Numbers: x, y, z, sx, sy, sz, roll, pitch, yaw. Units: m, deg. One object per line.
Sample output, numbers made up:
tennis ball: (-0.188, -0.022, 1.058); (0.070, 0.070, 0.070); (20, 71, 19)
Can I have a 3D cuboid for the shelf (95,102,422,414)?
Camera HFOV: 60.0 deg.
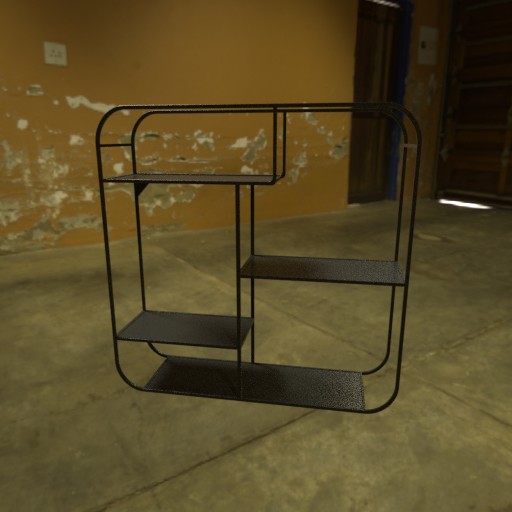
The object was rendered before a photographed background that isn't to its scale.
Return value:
shelf: (0.000, 0.000, 0.939); (0.600, 0.600, 0.160); (3, 15, 10)
